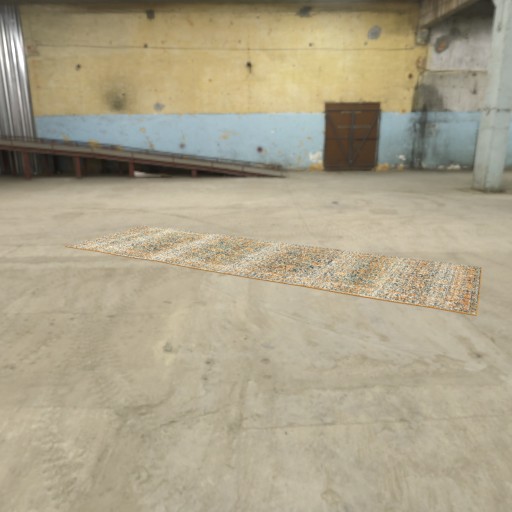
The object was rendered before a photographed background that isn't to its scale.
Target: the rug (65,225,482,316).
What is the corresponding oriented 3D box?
[{"bbox_3d":[0.000,0.000,2.519,2.294,0.014,0.704,8,18,27],"label":"rug"}]
